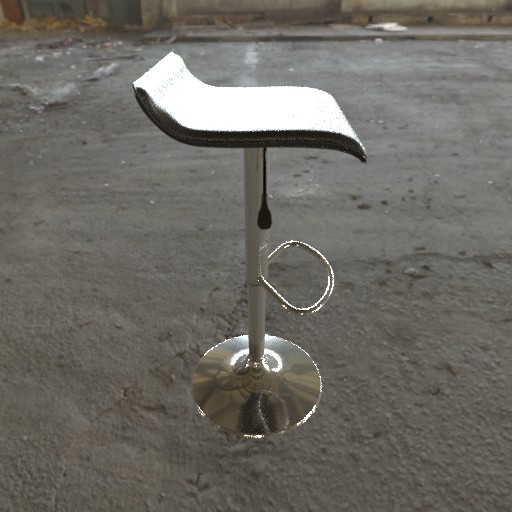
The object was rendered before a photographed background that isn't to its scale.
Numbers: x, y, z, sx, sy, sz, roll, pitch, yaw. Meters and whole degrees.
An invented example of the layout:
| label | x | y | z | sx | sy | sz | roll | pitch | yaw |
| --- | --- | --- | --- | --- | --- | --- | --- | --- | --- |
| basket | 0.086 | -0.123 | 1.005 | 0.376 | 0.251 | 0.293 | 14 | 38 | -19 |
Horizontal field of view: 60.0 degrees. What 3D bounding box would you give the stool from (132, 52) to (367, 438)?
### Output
| label | x | y | z | sx | sy | sz | roll | pitch | yaw |
| --- | --- | --- | --- | --- | --- | --- | --- | --- | --- |
| stool | 0.000 | 0.000 | 1.060 | 0.381 | 0.851 | 0.381 | 0 | 32 | 0 |
